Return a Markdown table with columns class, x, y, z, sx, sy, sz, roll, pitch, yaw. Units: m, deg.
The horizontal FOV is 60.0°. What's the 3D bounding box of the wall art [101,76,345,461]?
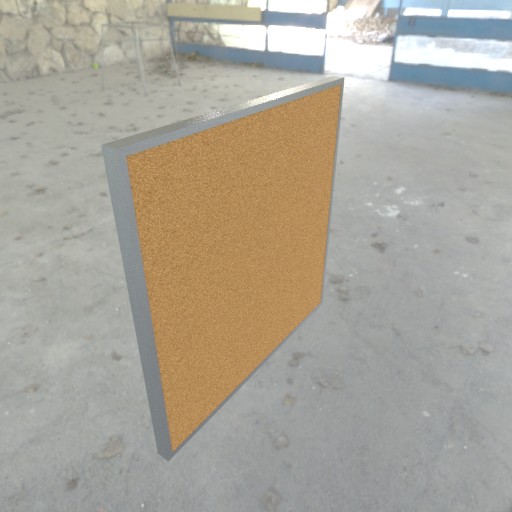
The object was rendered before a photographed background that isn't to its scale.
| class | x | y | z | sx | sy | sz | roll | pitch | yaw |
| --- | --- | --- | --- | --- | --- | --- | --- | --- | --- |
| wall art | 0.000 | 0.000 | 1.200 | 0.038 | 0.806 | 0.806 | 21 | 37 | 30 |
